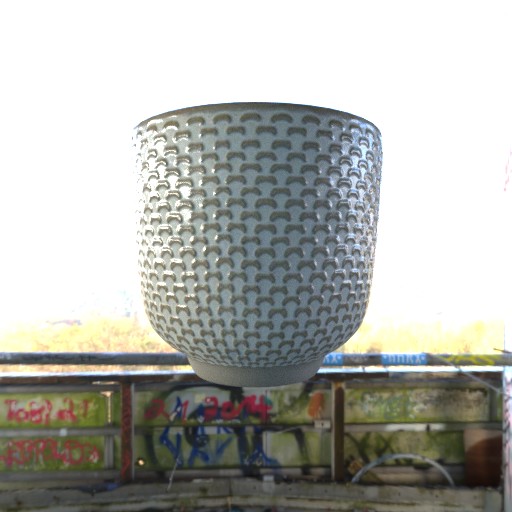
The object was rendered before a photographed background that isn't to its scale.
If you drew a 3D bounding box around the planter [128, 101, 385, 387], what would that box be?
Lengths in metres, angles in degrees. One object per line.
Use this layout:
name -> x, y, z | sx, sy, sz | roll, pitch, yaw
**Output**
planter -> 0.000, 0.000, 0.310 | 0.173, 0.160, 0.173 | 0, 1, 0
